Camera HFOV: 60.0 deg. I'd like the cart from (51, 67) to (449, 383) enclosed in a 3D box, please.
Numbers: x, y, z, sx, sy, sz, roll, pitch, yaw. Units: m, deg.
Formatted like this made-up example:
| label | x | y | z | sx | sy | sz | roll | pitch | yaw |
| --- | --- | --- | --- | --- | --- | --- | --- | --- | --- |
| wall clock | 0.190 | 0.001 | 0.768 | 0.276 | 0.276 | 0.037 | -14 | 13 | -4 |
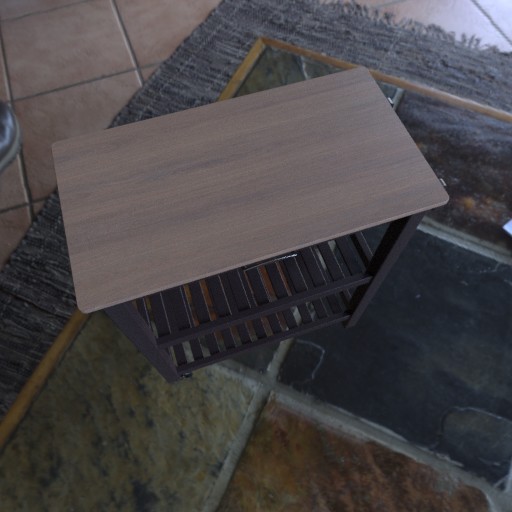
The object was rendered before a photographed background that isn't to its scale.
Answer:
| label | x | y | z | sx | sy | sz | roll | pitch | yaw |
| --- | --- | --- | --- | --- | --- | --- | --- | --- | --- |
| cart | 0.000 | 0.000 | 1.454 | 0.899 | 0.927 | 0.457 | -17 | 64 | -8 |
